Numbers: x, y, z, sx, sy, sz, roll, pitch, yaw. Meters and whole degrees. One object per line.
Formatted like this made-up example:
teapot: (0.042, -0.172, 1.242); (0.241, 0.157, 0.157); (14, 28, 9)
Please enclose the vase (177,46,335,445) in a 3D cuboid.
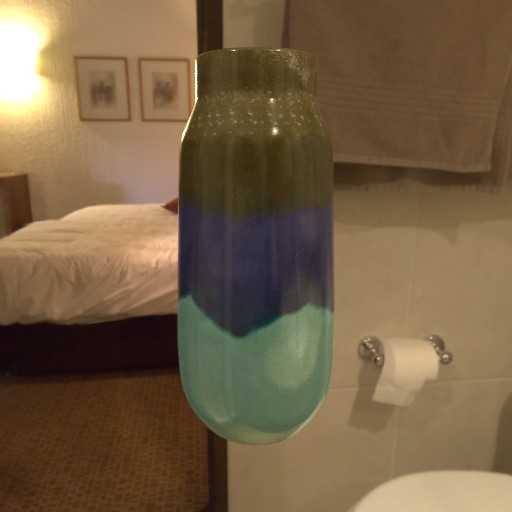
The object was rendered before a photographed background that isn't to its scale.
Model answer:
vase: (0.000, 0.000, 0.378); (0.139, 0.313, 0.139); (0, 15, 0)
